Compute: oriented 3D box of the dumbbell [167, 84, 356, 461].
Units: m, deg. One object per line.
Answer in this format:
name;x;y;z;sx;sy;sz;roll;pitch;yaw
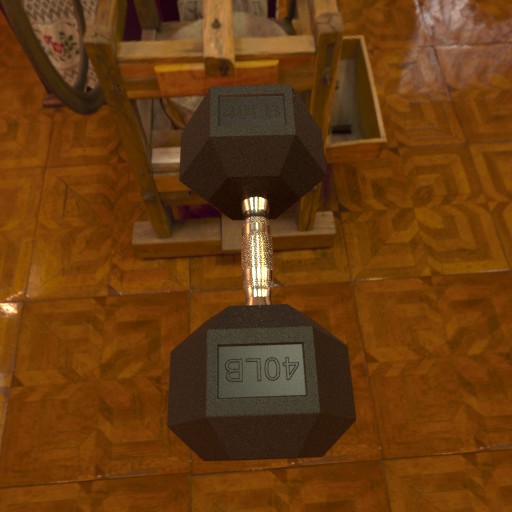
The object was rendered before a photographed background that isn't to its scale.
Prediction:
dumbbell;0.000;0.000;0.432;0.157;0.137;0.361;-2;65;-1
